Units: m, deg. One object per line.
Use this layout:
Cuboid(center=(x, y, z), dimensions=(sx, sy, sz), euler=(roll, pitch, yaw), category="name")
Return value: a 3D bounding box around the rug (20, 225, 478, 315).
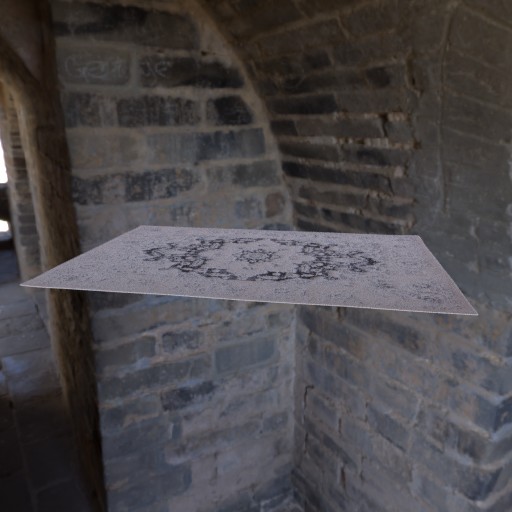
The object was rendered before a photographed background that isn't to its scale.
Cuboid(center=(0.000, 0.000, 2.288), dimensions=(1.813, 0.008, 1.223), euler=(3, 16, 10), category="rug")
